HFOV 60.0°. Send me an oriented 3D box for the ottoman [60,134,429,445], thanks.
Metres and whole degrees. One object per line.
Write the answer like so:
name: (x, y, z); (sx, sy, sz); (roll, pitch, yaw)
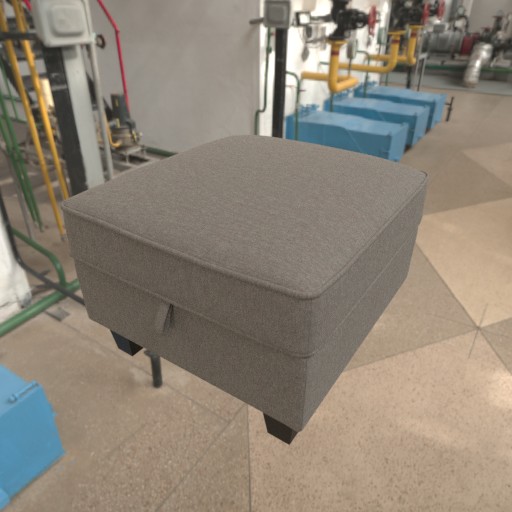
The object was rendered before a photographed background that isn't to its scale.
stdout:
ottoman: (0.000, 0.000, 1.410); (0.808, 0.612, 0.871); (19, 36, 29)
